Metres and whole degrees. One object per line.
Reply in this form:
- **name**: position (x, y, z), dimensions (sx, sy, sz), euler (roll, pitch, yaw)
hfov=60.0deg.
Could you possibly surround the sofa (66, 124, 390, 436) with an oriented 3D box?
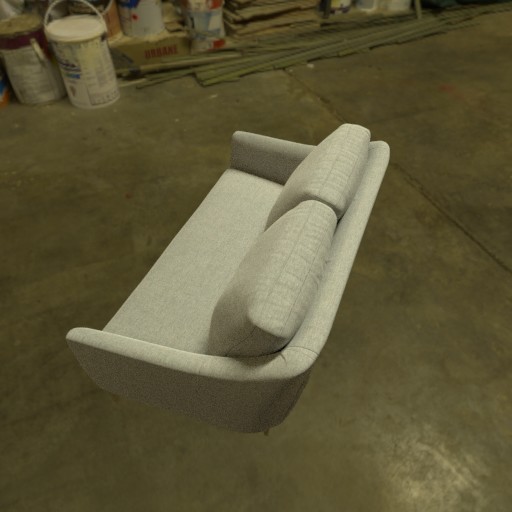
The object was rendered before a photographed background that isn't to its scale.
- **sofa**: position (0.000, 0.000, 2.183), dimensions (0.960, 0.904, 1.619), euler (16, 48, 15)
